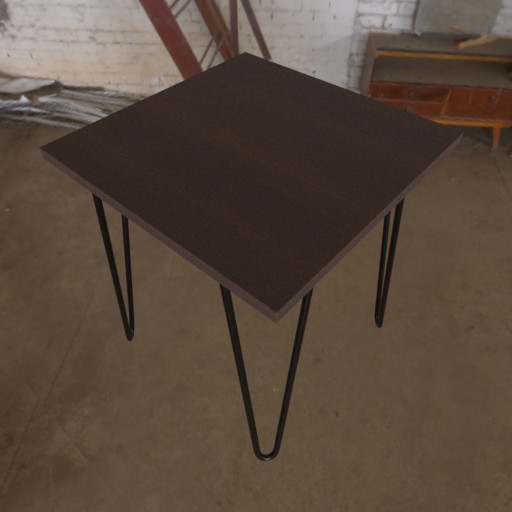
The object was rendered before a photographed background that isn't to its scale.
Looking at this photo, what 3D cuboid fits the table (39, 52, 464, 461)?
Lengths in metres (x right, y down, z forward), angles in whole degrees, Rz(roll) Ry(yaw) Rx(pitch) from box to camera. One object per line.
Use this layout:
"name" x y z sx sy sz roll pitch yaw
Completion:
"table" 0.000 0.000 0.933 0.495 0.559 0.495 33 55 27
